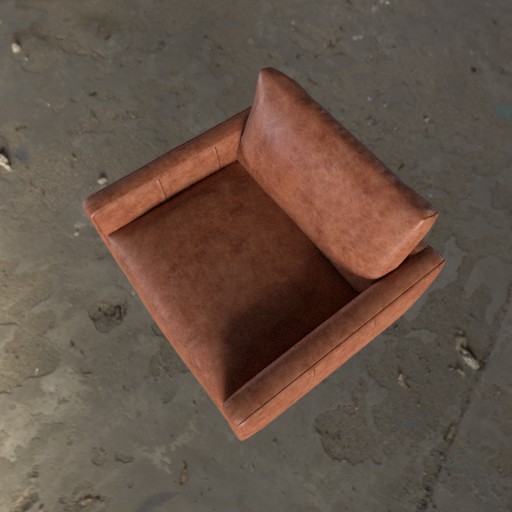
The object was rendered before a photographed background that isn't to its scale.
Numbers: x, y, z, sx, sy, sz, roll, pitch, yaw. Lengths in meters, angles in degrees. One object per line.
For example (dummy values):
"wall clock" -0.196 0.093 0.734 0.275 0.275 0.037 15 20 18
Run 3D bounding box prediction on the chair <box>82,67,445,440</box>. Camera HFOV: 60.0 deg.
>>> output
"chair" 0.000 0.000 1.649 0.862 0.869 0.967 -34 68 -16
